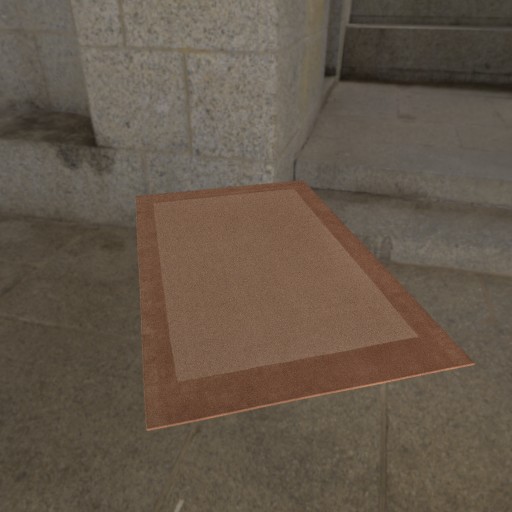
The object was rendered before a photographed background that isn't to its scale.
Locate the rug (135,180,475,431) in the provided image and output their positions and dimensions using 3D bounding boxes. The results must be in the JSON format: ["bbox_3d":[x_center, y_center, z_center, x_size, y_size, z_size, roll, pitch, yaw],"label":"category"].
[{"bbox_3d":[0.000,0.000,2.952,1.524,0.014,2.438,-7,32,-12],"label":"rug"}]
